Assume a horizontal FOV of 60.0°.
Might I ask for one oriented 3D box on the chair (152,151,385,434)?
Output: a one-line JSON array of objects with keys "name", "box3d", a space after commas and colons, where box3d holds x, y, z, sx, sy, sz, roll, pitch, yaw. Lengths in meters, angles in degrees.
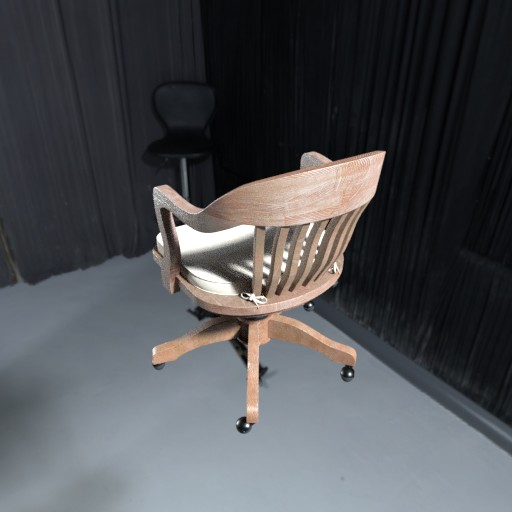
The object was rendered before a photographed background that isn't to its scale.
[{"name": "chair", "box3d": [0.000, 0.000, 1.517, 0.750, 0.878, 0.788, -19, 35, -30]}]
